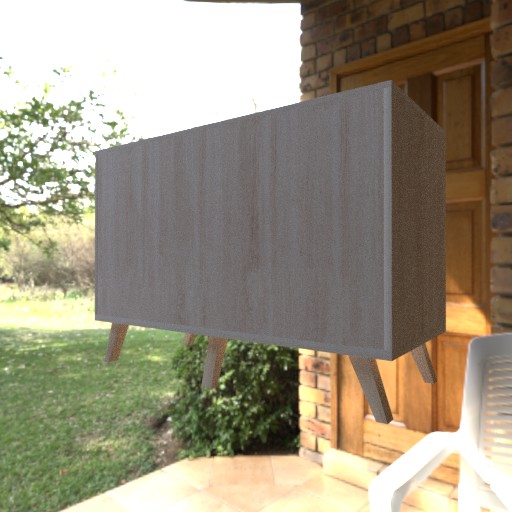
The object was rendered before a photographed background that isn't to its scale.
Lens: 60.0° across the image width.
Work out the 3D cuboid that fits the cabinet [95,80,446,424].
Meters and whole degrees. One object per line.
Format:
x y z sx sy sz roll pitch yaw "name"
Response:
0.000 0.000 1.515 1.110 0.780 0.500 0 0 36 "cabinet"
